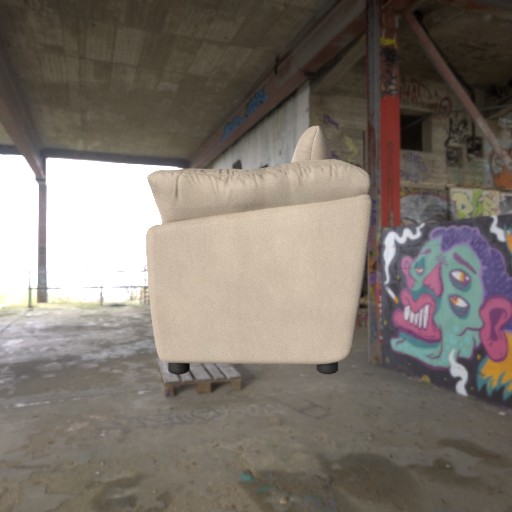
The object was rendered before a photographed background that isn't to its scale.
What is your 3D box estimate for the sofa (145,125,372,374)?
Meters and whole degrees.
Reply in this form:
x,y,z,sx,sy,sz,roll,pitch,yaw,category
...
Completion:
x,y,z,sx,sy,sz,roll,pitch,yaw,category
0.000,0.000,2.782,0.878,0.996,2.334,0,-1,0,sofa
